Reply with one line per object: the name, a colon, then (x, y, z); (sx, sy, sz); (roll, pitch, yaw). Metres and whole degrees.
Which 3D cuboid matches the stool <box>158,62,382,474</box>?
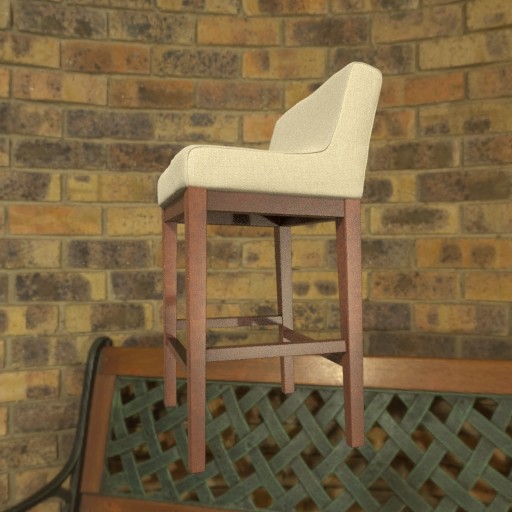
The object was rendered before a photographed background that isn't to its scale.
stool: (0.000, 0.000, 1.235); (0.500, 0.937, 0.511); (0, 1, -19)
